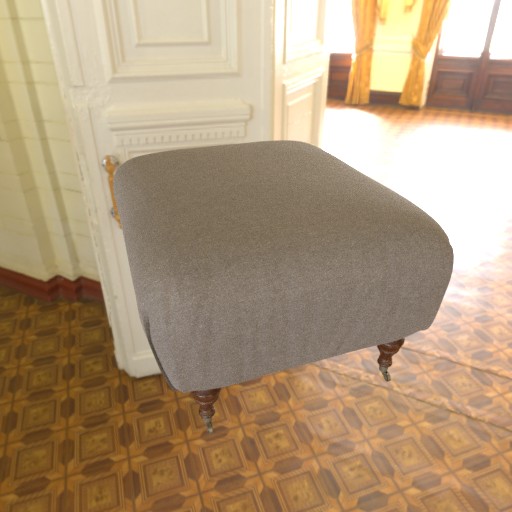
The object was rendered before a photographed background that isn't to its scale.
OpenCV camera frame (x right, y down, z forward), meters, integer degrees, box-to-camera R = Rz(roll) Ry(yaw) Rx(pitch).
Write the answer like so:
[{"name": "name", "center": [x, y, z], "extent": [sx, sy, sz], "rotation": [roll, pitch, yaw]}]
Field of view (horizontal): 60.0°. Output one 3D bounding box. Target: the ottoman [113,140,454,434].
[{"name": "ottoman", "center": [0.000, 0.000, 1.120], "extent": [0.622, 0.450, 0.747], "rotation": [-10, 32, -17]}]
